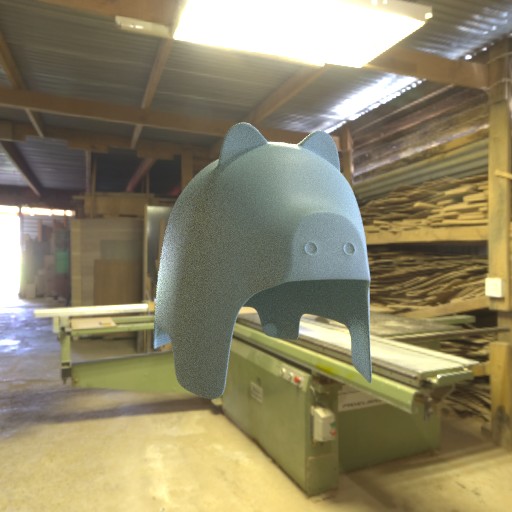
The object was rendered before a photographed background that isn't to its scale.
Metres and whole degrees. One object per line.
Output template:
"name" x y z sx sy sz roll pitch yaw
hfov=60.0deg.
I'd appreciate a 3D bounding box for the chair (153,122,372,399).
"chair" 0.000 0.000 0.865 0.364 0.423 0.619 0 0 -19
